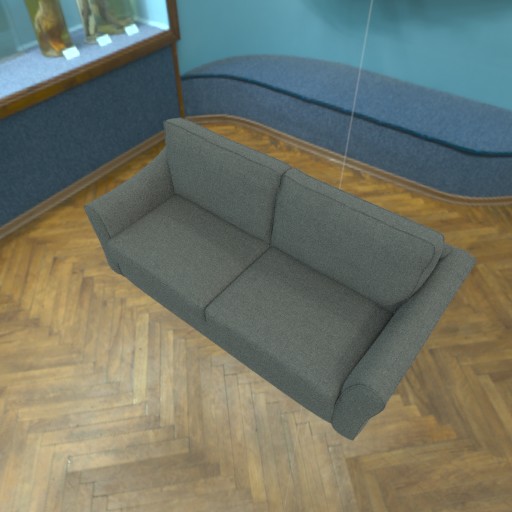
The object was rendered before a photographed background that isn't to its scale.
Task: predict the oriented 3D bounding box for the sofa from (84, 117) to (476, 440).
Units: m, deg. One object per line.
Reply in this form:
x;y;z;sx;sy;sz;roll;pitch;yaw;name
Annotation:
0.000;0.000;2.751;2.203;0.976;1.013;30;54;25;sofa
